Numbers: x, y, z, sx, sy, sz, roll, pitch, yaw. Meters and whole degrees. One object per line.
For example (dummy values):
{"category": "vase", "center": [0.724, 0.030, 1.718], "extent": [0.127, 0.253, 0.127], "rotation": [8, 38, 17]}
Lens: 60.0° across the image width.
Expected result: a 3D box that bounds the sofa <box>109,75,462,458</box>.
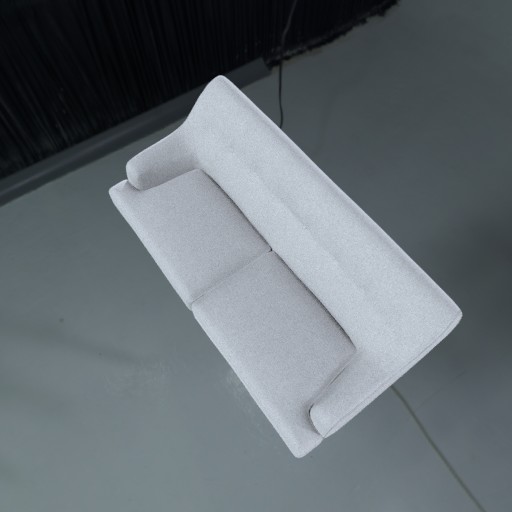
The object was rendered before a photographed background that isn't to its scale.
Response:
{"category": "sofa", "center": [0.000, 0.000, 2.653], "extent": [0.978, 0.871, 2.057], "rotation": [-34, 68, -16]}
